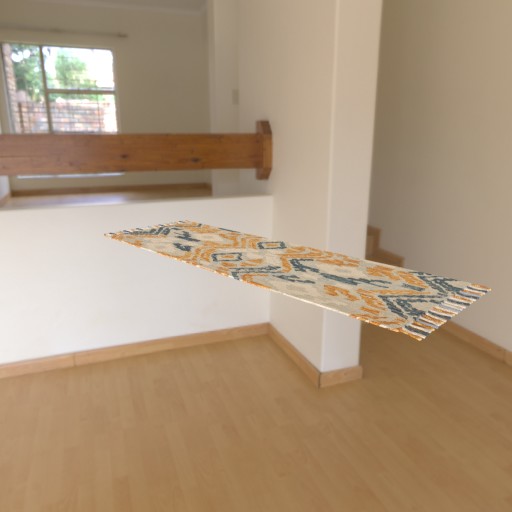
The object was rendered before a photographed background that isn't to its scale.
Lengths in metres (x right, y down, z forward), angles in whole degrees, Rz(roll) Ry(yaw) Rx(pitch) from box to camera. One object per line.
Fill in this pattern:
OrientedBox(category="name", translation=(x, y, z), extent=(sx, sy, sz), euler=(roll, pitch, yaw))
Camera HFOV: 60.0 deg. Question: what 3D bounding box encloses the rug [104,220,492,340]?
OrientedBox(category="rug", translation=(0.000, 0.000, 2.684), extent=(2.437, 0.010, 0.783), euler=(15, 21, 43))
